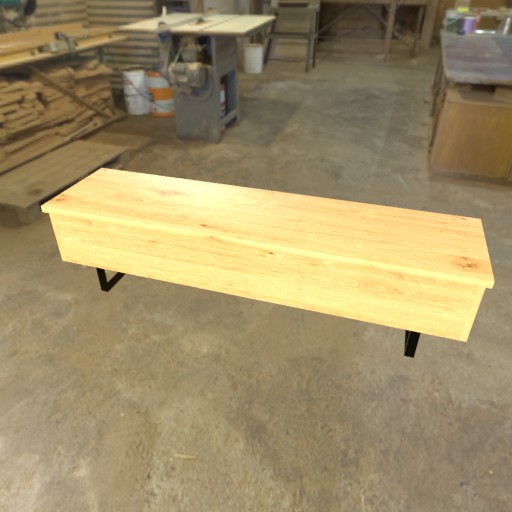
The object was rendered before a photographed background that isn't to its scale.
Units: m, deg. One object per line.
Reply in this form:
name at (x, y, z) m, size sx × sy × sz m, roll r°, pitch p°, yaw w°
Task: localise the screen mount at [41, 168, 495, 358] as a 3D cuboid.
screen mount at (0.000, 0.000, 1.889) m, size 1.700 × 0.430 × 0.450 m, roll 10°, pitch 35°, yaw 15°
